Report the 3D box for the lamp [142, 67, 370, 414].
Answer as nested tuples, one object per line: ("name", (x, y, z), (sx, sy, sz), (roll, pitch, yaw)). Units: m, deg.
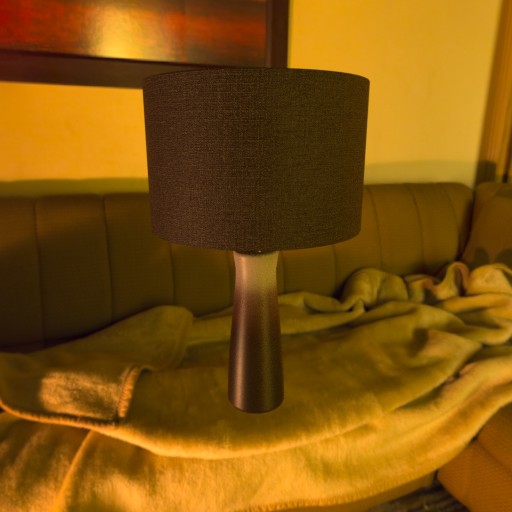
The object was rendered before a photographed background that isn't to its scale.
("lamp", (0.000, 0.000, 0.670), (0.303, 0.488, 0.303), (0, 15, 0))
